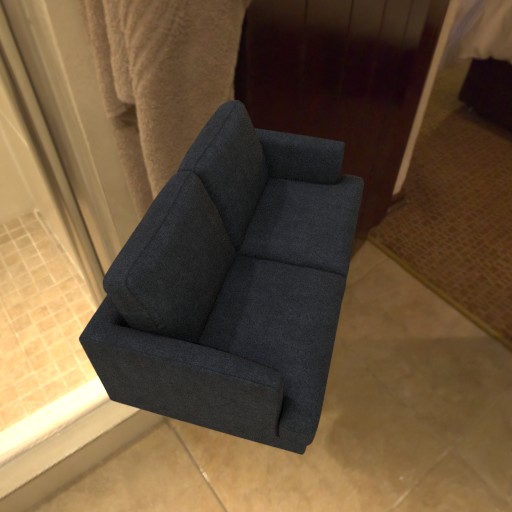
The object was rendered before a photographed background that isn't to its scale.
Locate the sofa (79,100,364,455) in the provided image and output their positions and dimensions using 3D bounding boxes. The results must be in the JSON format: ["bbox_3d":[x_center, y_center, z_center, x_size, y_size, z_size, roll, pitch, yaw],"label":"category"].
[{"bbox_3d":[0.000,0.000,2.176,0.903,0.944,1.582,12,48,11],"label":"sofa"}]
